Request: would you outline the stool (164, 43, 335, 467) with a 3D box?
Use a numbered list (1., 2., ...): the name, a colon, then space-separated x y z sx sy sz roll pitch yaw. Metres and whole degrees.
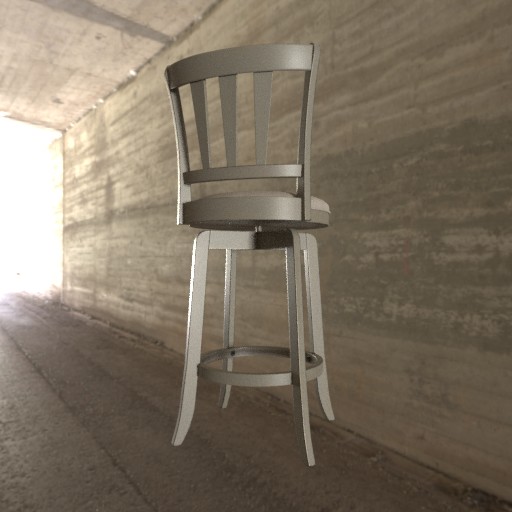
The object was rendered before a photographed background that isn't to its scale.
1. stool: 0.000 0.000 1.296 0.436 1.042 0.475 0 -1 19
